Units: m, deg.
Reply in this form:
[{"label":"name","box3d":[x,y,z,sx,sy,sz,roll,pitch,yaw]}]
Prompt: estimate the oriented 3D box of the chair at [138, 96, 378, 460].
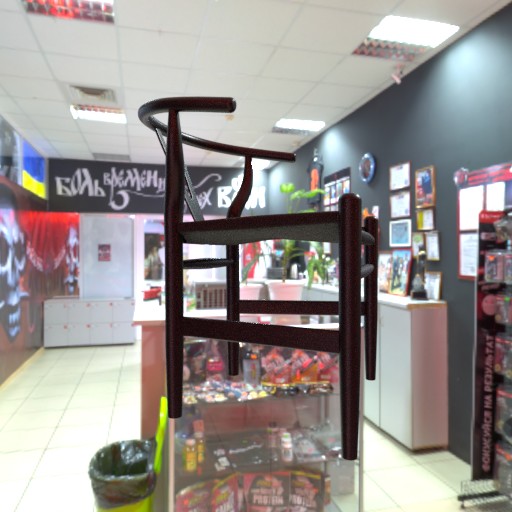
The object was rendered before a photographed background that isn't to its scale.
[{"label":"chair","box3d":[0.000,0.000,1.141,0.579,0.730,0.569,0,0,19]}]
